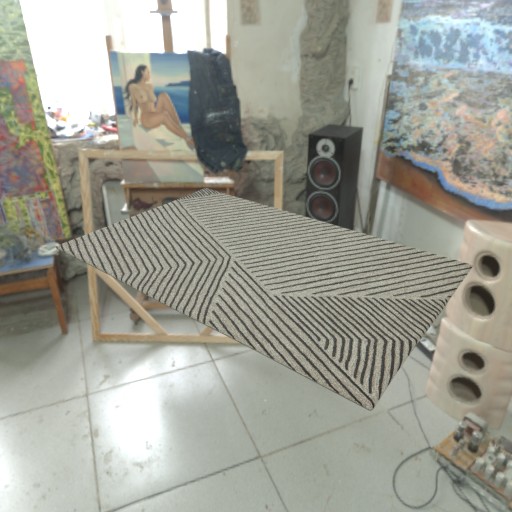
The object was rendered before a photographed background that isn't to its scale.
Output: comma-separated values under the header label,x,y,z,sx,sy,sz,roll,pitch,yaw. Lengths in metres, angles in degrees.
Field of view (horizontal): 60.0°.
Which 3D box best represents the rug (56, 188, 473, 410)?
label,x,y,z,sx,sy,sz,roll,pitch,yaw
rug,0.000,0.000,3.010,2.406,0.023,1.539,20,34,33
